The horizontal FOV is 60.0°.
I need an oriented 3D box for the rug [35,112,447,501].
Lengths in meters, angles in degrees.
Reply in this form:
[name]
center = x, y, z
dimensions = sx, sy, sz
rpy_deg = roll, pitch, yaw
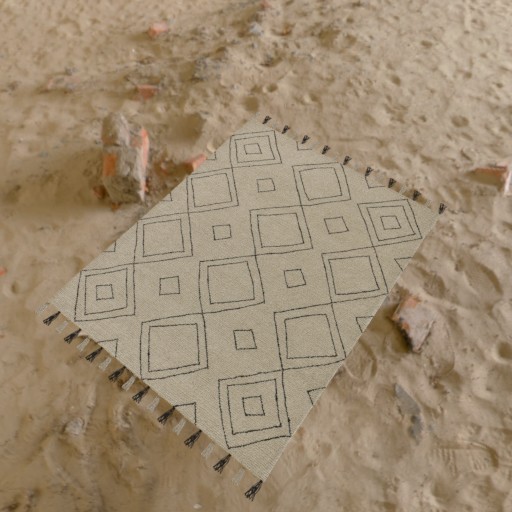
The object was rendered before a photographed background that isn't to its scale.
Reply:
[rug]
center = 0.000, 0.000, 4.091
dimensions = 2.342, 0.026, 3.221
rpy_deg = 32, 63, 19
